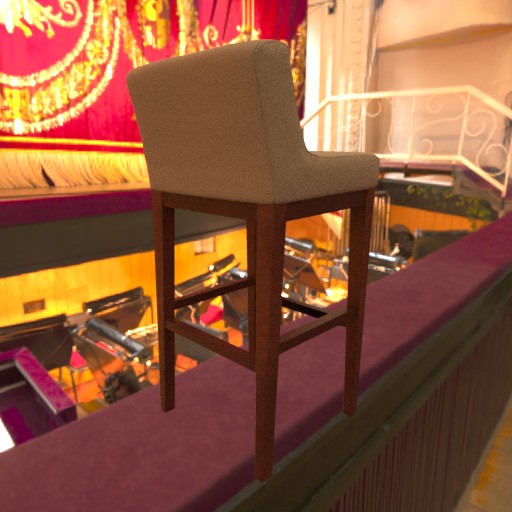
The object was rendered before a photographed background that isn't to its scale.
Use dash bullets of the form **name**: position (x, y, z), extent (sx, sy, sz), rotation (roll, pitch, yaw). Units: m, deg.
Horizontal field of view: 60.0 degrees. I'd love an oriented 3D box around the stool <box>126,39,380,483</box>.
- **stool**: position (0.000, 0.000, 1.287), extent (0.511, 1.037, 0.500), rotation (14, 19, 43)
